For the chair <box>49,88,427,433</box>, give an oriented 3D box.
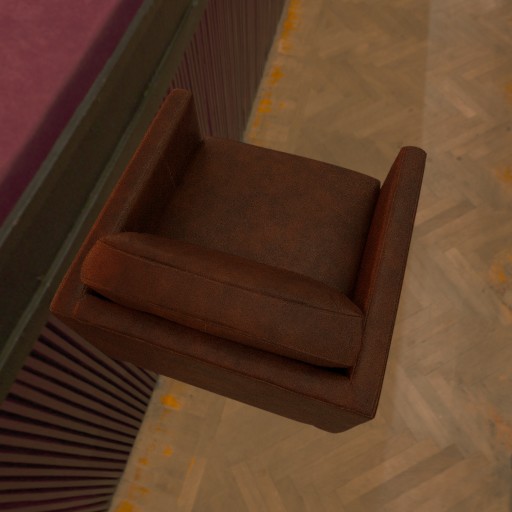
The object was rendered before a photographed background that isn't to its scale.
[{"bbox_3d":[0.000,0.000,1.683,0.990,0.864,0.975,16,65,8],"label":"chair"}]
